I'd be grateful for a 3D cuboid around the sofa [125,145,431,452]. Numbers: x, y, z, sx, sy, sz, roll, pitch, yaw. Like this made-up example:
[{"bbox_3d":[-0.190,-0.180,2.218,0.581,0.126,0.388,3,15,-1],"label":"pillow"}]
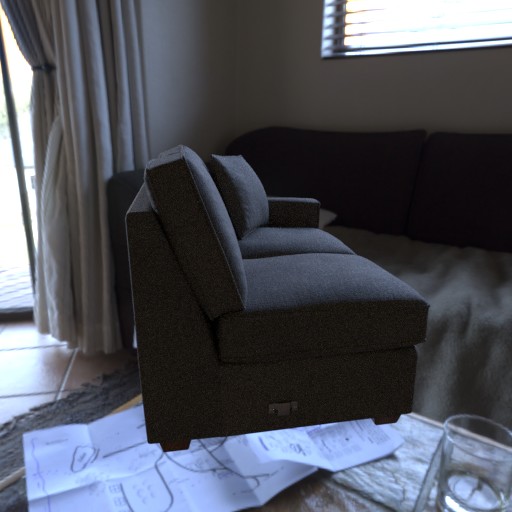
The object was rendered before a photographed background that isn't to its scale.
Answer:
[{"bbox_3d":[0.000,0.000,2.045,0.991,0.989,1.388,-3,16,-9],"label":"sofa"}]
